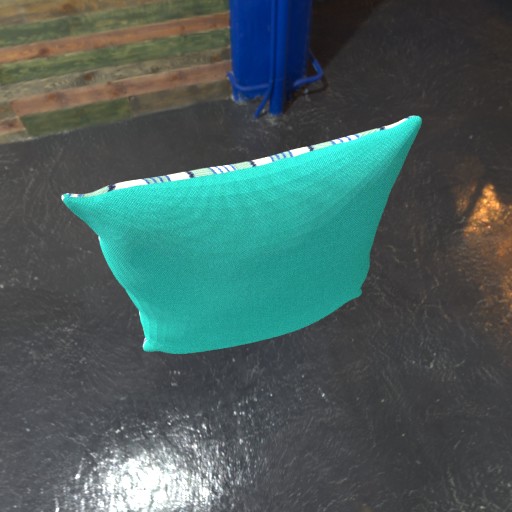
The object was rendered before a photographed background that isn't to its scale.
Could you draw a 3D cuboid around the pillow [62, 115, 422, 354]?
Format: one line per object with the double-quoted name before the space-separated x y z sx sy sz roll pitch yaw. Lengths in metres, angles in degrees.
"pillow" 0.000 0.000 0.687 0.440 0.441 0.182 -14 58 -9
